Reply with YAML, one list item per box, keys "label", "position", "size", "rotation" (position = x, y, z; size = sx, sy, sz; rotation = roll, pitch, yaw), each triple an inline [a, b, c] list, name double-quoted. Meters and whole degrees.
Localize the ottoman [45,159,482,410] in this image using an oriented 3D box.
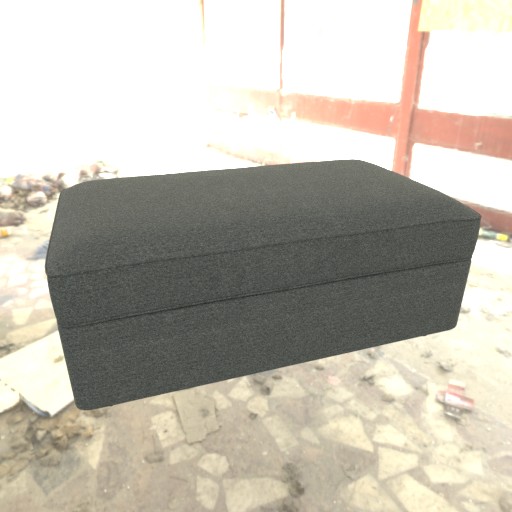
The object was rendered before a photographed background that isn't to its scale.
- label: "ottoman"
  position: [0.000, 0.000, 1.463]
  size: [1.173, 0.494, 0.681]
  rotation: [-8, 27, -17]
